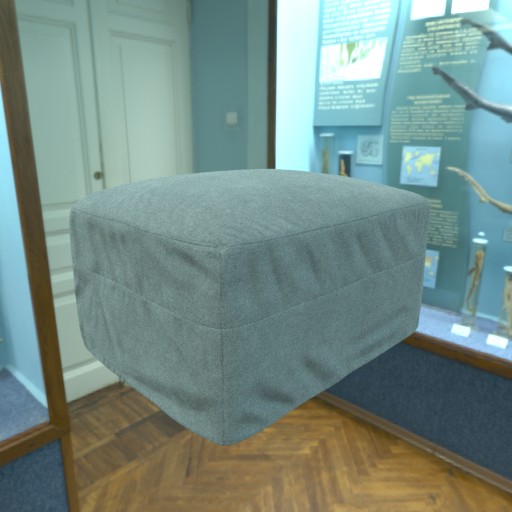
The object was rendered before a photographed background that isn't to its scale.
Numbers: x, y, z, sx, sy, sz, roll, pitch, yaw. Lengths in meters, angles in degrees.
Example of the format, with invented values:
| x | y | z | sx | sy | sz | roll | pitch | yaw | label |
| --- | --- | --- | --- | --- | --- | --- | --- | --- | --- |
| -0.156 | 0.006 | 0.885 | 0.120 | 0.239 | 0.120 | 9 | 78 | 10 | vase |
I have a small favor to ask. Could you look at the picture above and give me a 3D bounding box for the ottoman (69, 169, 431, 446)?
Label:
| x | y | z | sx | sy | sz | roll | pitch | yaw | label |
| --- | --- | --- | --- | --- | --- | --- | --- | --- | --- |
| 0.000 | 0.000 | 1.265 | 0.837 | 0.481 | 0.683 | -14 | 21 | -42 | ottoman |
